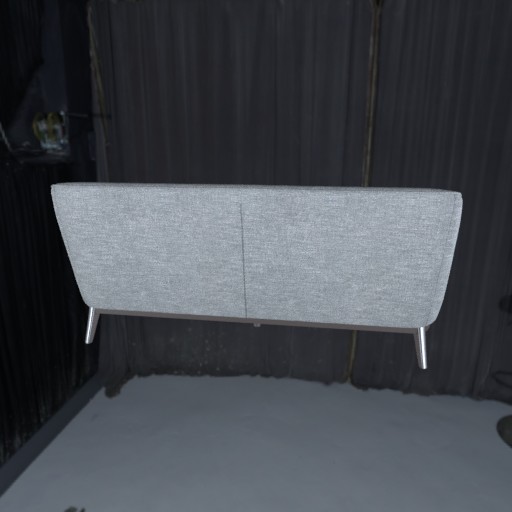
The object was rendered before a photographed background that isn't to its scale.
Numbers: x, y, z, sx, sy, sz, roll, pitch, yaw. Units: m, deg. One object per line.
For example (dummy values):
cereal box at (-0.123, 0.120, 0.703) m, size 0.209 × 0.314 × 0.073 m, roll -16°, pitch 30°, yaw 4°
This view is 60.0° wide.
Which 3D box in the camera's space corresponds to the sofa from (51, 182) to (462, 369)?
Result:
sofa at (0.000, 0.000, 2.337) m, size 1.928 × 0.829 × 0.867 m, roll 2°, pitch 15°, yaw 9°
